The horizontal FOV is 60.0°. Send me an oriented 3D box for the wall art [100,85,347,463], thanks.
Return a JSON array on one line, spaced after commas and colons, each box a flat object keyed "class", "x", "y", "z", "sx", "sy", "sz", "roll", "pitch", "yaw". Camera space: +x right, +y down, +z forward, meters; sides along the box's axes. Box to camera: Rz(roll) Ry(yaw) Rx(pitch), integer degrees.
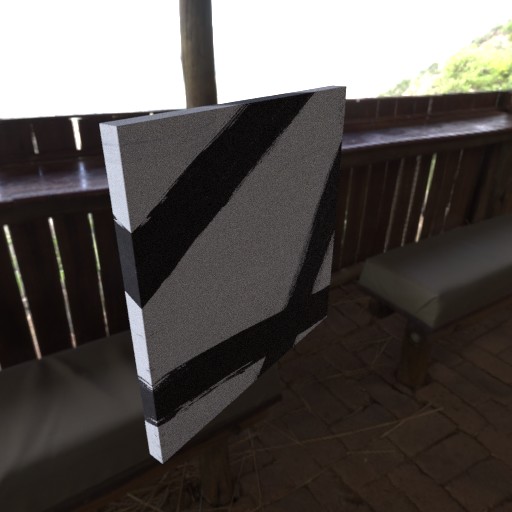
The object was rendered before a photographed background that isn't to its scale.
[{"class": "wall art", "x": 0.000, "y": 0.000, "z": 1.141, "sx": 0.046, "sy": 0.765, "sz": 0.765, "roll": 19, "pitch": 32, "yaw": 33}]
